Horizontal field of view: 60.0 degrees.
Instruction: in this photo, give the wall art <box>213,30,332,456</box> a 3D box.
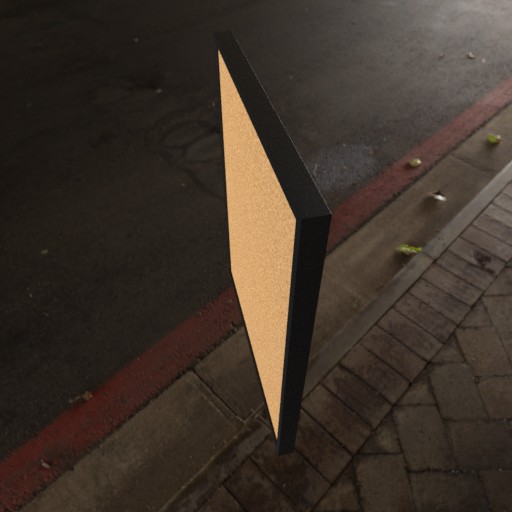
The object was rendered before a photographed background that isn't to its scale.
[{"bbox_3d":[0.000,0.000,0.744,0.029,0.559,0.457,-10,47,-9],"label":"wall art"}]
